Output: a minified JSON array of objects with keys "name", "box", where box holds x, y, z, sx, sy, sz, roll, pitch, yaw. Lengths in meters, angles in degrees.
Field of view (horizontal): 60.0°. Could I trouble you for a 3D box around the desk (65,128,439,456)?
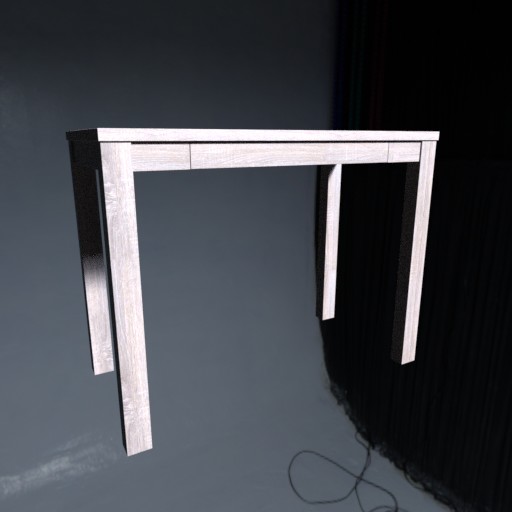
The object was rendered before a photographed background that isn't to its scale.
[{"name":"desk","box":[0.000,0.000,1.410,0.991,0.762,0.495,-8,17,-28]}]
